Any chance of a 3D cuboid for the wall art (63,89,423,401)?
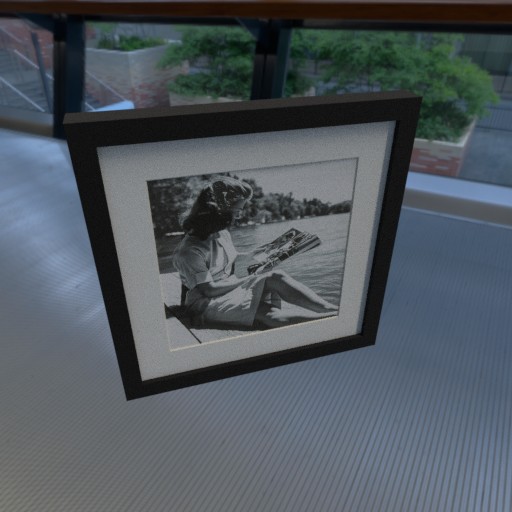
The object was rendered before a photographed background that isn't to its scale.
[{"bbox_3d":[0.000,0.000,0.459,0.308,0.305,0.030,-9,33,-14],"label":"wall art"}]
